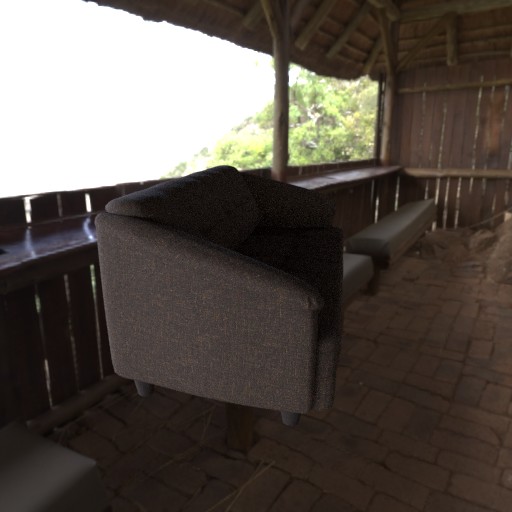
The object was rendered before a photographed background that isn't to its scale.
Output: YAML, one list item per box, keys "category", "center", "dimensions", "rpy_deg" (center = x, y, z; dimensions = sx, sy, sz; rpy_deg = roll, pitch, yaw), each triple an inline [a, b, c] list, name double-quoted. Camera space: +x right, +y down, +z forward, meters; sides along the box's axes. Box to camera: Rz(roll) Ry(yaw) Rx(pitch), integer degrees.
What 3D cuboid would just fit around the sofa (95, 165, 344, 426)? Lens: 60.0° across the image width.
- category: "sofa"
  center: [0.000, 0.000, 2.263]
  dimensions: [0.887, 0.790, 1.849]
  rpy_deg: [3, 17, 11]
